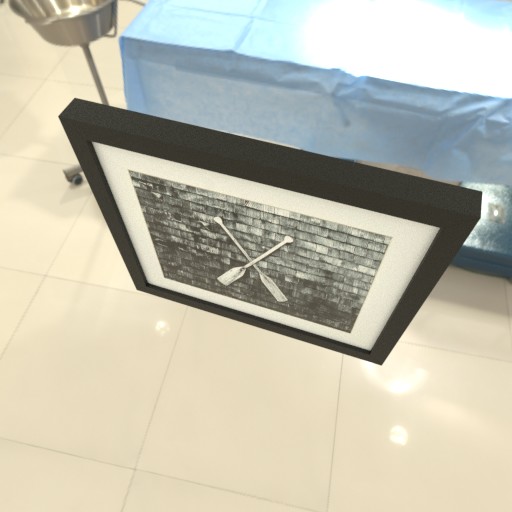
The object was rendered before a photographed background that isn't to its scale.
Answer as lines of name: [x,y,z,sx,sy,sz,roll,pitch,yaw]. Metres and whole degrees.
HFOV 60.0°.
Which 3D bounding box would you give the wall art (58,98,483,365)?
wall art: [0.000,0.000,0.525,0.381,0.330,0.029,16,58,10]
